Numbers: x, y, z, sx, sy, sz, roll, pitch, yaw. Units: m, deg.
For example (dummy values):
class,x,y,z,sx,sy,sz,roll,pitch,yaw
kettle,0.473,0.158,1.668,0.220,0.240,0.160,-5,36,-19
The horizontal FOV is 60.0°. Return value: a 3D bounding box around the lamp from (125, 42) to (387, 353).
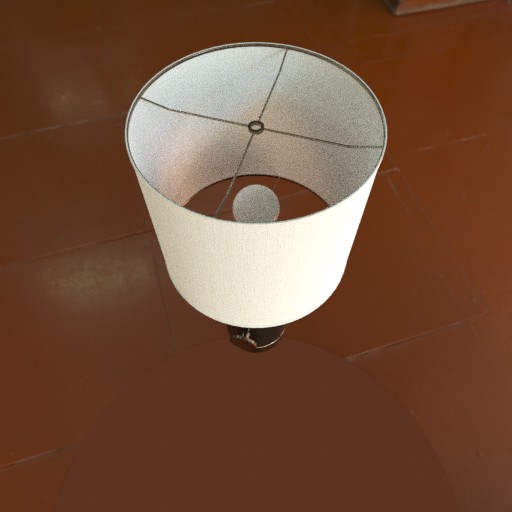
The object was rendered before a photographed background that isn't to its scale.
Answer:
class,x,y,z,sx,sy,sz,roll,pitch,yaw
lamp,0.000,0.000,0.616,0.241,0.482,0.240,14,59,9
